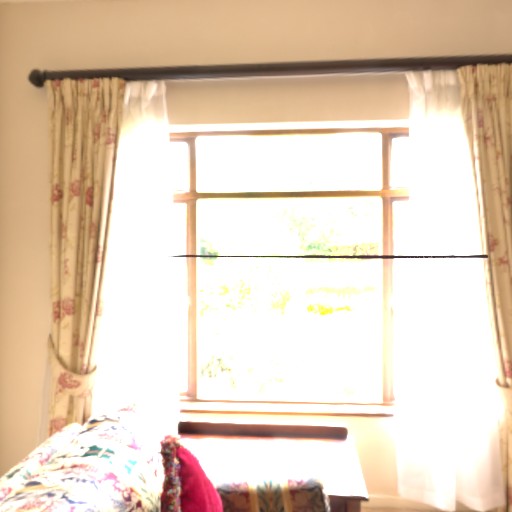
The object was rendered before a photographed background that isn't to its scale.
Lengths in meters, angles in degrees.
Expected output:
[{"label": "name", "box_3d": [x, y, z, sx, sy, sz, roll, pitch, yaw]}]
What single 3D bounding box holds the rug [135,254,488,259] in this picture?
[{"label": "rug", "box_3d": [0.000, 0.000, 2.467, 0.602, 0.016, 2.283, 0, 0, -34]}]
